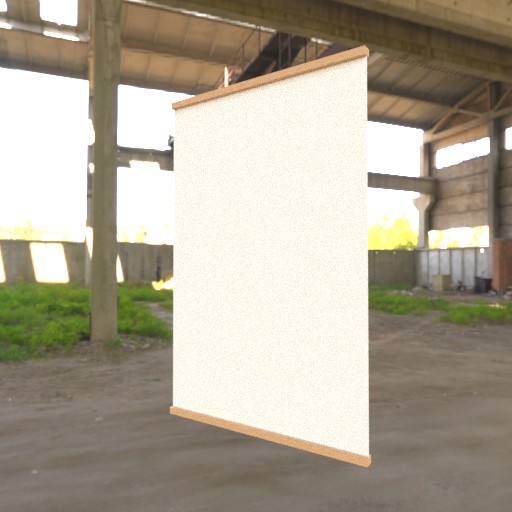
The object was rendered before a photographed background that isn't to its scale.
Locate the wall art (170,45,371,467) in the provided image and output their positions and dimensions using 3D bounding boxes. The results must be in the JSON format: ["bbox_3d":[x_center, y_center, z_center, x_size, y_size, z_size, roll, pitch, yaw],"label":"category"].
[{"bbox_3d":[0.000,0.000,1.275,0.669,1.020,0.027,-1,-1,35],"label":"wall art"}]
